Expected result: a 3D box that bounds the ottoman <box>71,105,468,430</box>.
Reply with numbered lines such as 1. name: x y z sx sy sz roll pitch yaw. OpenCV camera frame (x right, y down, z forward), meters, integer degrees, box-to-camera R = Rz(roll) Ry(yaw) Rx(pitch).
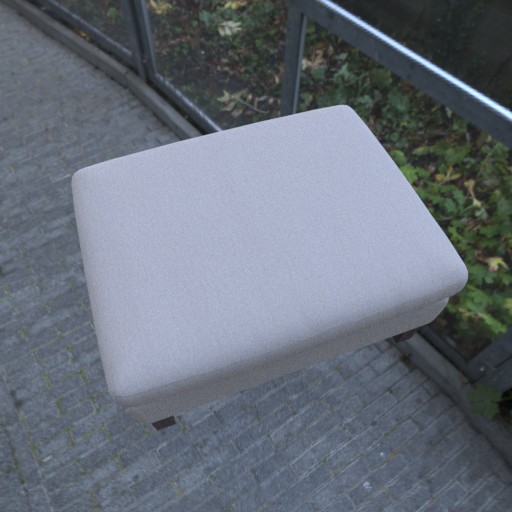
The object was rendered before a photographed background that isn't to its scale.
1. ottoman: 0.000 0.000 1.119 0.771 0.420 0.606 -17 59 -11
